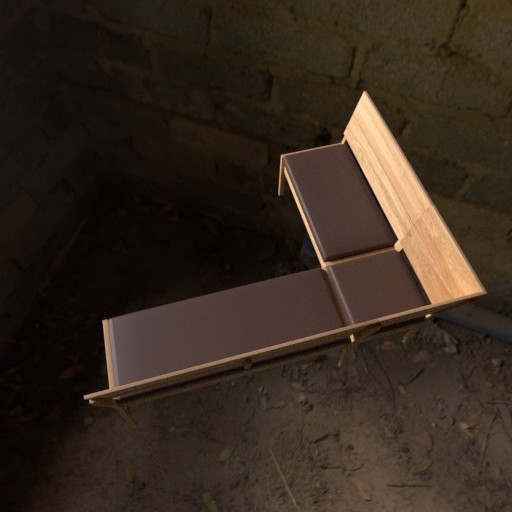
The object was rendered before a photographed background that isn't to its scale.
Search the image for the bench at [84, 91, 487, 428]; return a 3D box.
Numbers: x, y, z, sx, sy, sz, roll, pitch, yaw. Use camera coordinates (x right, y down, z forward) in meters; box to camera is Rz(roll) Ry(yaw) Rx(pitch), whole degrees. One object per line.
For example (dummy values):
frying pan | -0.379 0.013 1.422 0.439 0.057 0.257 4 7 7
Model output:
bench | 0.000 0.000 2.801 1.975 0.890 1.549 -14 60 -8
